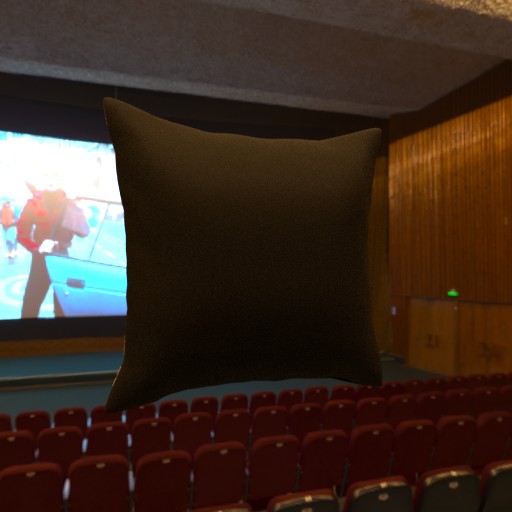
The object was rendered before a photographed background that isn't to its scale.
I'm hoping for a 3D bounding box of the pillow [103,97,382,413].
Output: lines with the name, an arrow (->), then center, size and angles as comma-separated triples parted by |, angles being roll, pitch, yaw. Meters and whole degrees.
pillow -> 0.000, 0.000, 0.768 | 0.504, 0.494, 0.188 | 0, -1, -18
